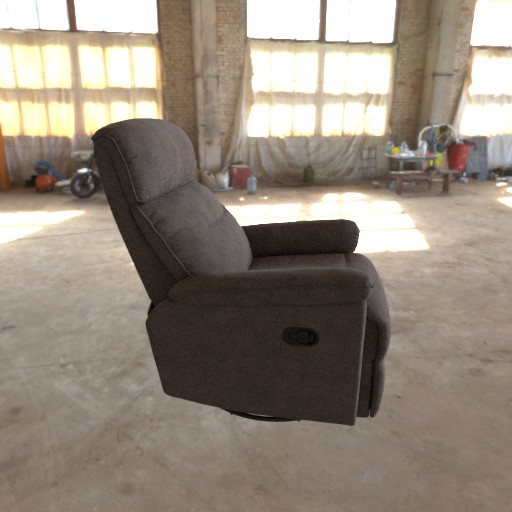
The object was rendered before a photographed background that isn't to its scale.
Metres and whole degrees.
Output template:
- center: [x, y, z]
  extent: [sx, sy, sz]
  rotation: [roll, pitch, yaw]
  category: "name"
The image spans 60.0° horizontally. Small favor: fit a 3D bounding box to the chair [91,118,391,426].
- center: [0.000, 0.000, 1.743]
  extent: [1.009, 1.036, 0.830]
  rotation: [3, 18, 8]
  category: "chair"
